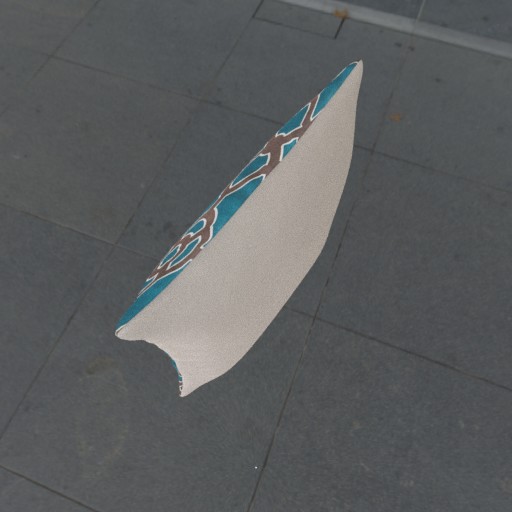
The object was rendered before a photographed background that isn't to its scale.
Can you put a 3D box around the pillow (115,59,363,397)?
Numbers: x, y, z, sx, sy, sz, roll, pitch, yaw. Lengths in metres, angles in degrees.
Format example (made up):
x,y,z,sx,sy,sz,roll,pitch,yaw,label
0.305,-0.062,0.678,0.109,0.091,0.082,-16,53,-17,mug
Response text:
x,y,z,sx,sy,sz,roll,pitch,yaw,label
0.000,0.000,0.799,0.166,0.507,0.526,33,69,15,pillow
